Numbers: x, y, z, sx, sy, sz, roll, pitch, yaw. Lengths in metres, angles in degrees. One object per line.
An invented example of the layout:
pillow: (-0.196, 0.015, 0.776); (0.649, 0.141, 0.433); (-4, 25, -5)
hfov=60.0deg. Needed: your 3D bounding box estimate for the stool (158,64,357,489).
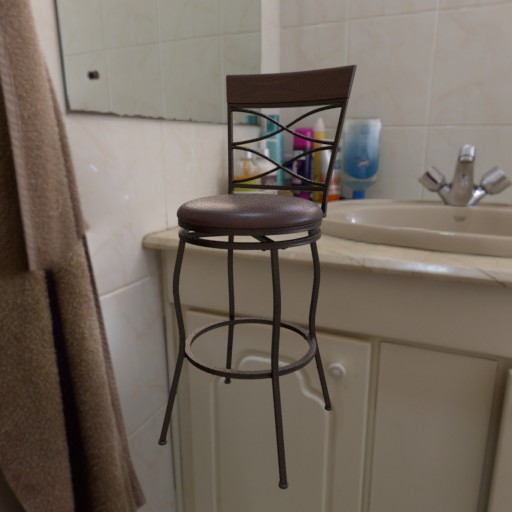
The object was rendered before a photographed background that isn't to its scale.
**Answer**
stool: (0.000, 0.000, 1.363); (0.448, 1.130, 0.513); (7, 15, 25)
